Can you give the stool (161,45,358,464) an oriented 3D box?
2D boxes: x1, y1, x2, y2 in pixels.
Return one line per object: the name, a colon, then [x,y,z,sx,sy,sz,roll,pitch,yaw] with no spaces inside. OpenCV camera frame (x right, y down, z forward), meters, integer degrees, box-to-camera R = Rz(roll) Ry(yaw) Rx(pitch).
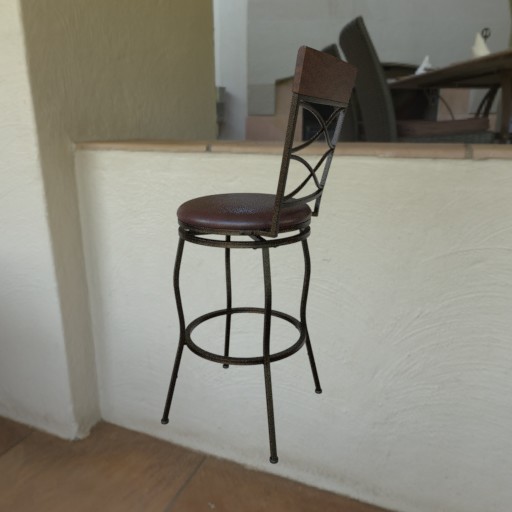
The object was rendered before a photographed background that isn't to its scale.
stool: [0.000,0.000,1.415,0.513,1.130,0.448,8,18,26]
